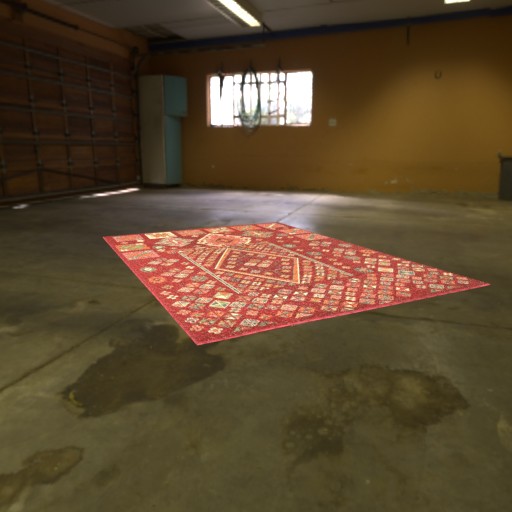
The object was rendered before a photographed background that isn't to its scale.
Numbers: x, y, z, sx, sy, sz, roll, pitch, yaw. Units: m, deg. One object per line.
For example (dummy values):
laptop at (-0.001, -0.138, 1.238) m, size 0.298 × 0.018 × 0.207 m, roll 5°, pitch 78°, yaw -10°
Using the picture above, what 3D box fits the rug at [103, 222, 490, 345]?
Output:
rug at (0.000, 0.000, 2.867) m, size 1.579 × 0.007 × 2.184 m, roll -7°, pitch 15°, yaw -26°
